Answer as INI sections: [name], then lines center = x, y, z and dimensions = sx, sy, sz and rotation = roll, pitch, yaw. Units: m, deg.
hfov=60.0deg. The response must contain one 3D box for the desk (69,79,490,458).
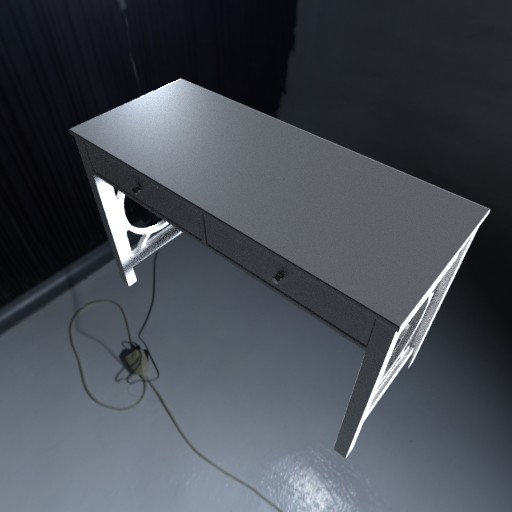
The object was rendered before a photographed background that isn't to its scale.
[desk]
center = 0.000, 0.000, 1.574
dimensions = 1.191, 0.762, 0.504
rotation = 32, 54, 27
